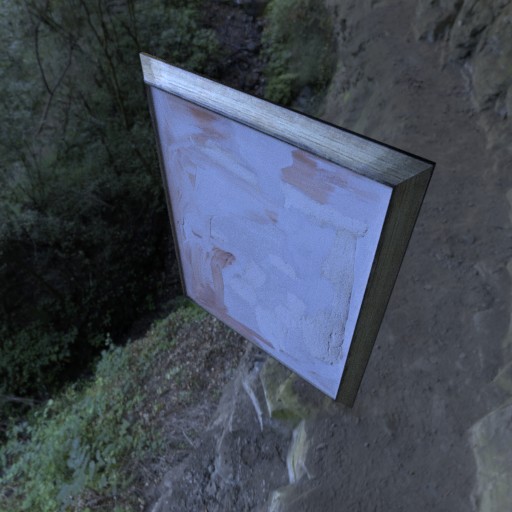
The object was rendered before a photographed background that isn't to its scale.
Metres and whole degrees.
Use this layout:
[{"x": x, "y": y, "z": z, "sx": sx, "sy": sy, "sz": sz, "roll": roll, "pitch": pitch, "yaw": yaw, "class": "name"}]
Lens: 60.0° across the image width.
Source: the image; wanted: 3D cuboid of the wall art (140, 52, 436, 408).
[{"x": 0.000, "y": 0.000, "z": 0.620, "sx": 0.381, "sy": 0.457, "sz": 0.023, "roll": 30, "pitch": 53, "yaw": 26, "class": "wall art"}]
